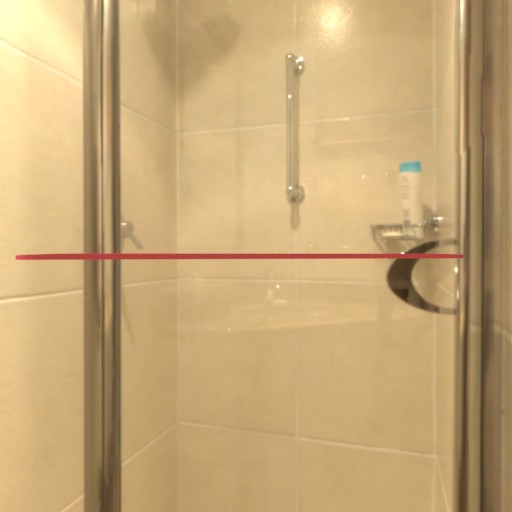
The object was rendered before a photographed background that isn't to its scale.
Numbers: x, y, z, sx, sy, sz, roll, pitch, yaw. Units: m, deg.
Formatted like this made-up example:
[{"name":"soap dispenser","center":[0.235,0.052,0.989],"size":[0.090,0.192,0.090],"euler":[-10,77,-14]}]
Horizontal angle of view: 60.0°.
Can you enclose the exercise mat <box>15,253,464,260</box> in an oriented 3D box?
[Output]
[{"name":"exercise mat","center":[0.000,0.000,2.031],"size":[1.884,0.021,0.616],"euler":[0,0,-20]}]
